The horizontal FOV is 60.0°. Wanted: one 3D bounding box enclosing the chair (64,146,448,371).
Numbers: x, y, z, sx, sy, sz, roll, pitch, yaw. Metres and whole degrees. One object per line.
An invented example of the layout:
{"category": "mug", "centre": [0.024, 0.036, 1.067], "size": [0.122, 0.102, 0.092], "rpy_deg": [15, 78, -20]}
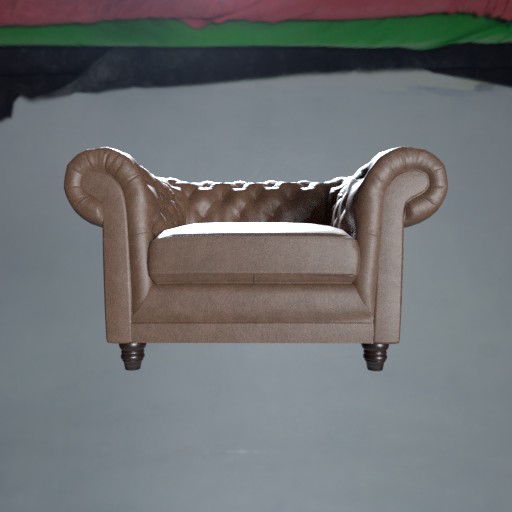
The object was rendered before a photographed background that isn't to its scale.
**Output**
{"category": "chair", "centre": [0.000, 0.000, 1.920], "size": [1.298, 0.784, 0.954], "rpy_deg": [0, 0, 1]}
